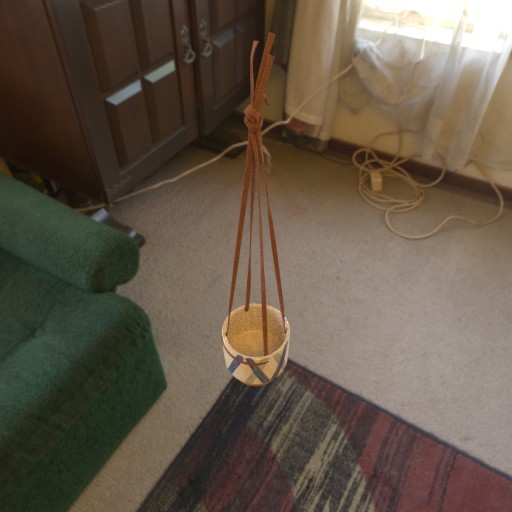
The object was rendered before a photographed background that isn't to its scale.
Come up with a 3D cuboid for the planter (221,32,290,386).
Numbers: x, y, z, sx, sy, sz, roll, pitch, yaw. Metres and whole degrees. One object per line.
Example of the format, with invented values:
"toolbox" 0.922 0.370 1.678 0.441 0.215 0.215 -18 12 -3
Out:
"planter" 0.000 0.000 0.825 0.153 0.753 0.157 10 46 9
